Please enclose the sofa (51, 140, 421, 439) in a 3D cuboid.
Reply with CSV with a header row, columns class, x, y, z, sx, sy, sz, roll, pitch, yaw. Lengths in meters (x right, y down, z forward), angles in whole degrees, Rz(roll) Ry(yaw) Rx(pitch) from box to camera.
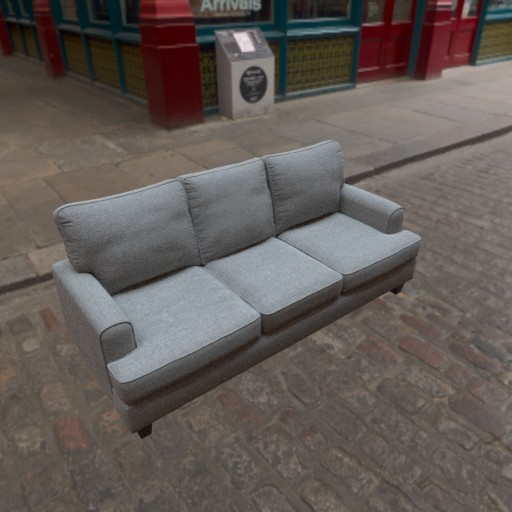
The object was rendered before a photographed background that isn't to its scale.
class,x,y,z,sx,sy,sz,roll,pitch,yaw
sofa,0.000,0.000,2.718,2.158,0.965,0.951,-21,37,-32
